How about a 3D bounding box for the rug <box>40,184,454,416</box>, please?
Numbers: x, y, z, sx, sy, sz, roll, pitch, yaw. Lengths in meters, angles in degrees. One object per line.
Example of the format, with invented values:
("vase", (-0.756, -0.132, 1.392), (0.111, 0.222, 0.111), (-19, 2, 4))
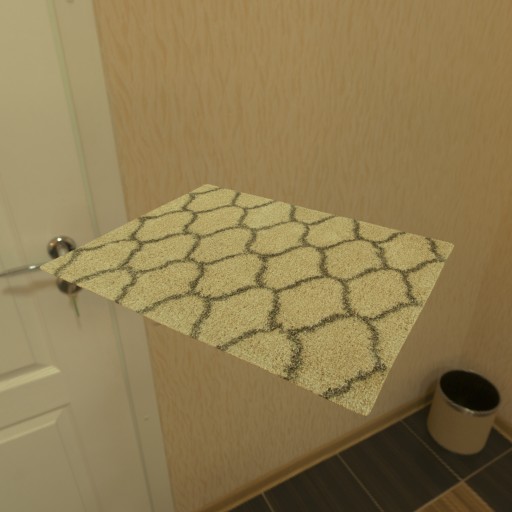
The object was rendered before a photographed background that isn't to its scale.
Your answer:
("rug", (0.000, 0.000, 4.066), (3.000, 0.026, 2.399), (18, 34, 28))
